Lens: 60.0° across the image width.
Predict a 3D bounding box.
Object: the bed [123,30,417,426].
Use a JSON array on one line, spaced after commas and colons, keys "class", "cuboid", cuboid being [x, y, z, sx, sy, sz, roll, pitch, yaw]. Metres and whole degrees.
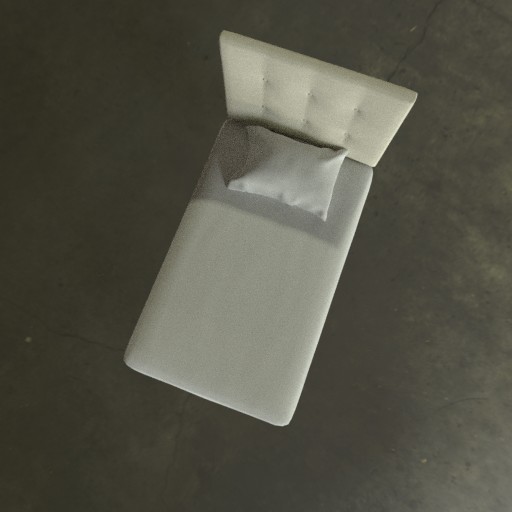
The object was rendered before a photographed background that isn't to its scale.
[{"class": "bed", "cuboid": [0.000, 0.000, 2.971, 1.261, 1.571, 1.997, 20, 78, 5]}]
